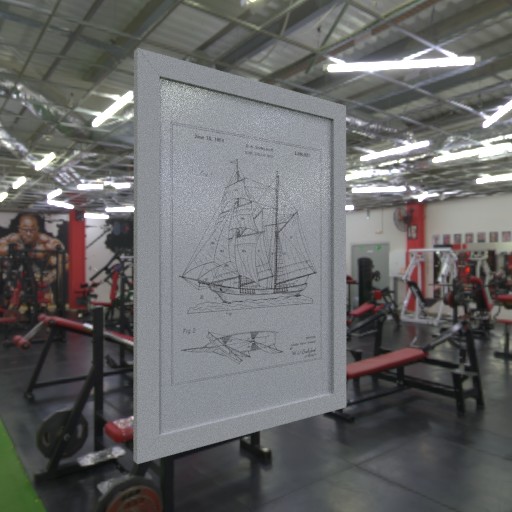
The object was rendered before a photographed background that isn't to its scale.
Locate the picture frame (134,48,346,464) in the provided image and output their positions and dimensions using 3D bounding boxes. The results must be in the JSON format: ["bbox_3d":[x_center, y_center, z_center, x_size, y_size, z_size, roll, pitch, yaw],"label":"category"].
[{"bbox_3d":[0.000,0.000,0.586,0.326,0.459,0.011,0,0,-35],"label":"picture frame"}]
